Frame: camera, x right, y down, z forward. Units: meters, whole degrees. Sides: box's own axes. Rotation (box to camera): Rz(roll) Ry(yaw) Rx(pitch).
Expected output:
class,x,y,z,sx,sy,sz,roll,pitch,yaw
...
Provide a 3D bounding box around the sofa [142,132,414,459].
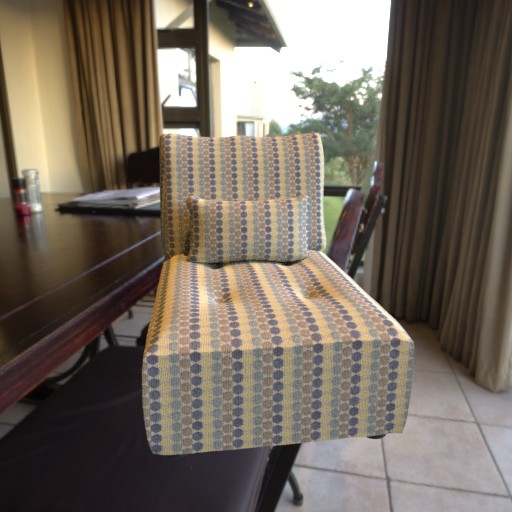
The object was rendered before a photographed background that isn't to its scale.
class,x,y,z,sx,sy,sz,roll,pitch,yaw
sofa,0.000,0.000,1.543,0.700,0.820,1.000,-2,16,-8
